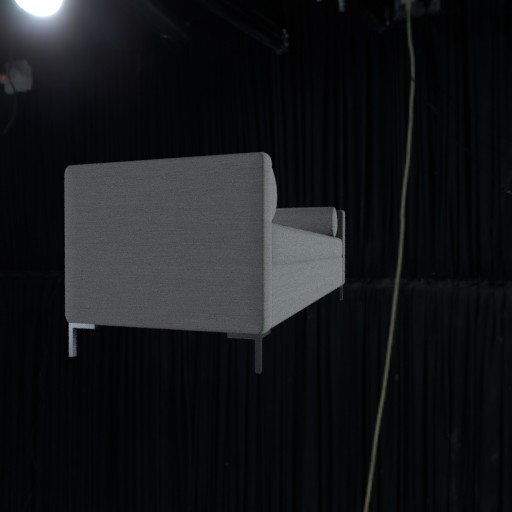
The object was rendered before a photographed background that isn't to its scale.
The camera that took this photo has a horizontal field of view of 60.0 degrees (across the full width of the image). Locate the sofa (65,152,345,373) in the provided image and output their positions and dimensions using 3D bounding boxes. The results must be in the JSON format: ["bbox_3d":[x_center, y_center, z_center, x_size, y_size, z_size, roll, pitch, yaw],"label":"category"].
[{"bbox_3d":[0.000,0.000,2.276,0.686,0.635,1.981,0,1,18],"label":"sofa"}]
